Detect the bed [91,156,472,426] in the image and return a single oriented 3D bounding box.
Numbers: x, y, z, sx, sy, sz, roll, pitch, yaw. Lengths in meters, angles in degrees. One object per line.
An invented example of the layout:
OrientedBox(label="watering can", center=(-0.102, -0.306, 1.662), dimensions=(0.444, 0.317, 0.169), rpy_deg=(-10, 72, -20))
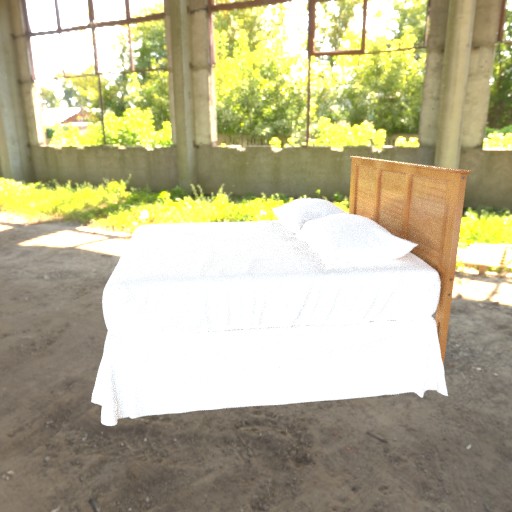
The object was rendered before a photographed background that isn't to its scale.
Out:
OrientedBox(label="bed", center=(0.000, 0.000, 3.087), dimensions=(2.035, 1.273, 1.870), rpy_deg=(-2, 15, -8))
